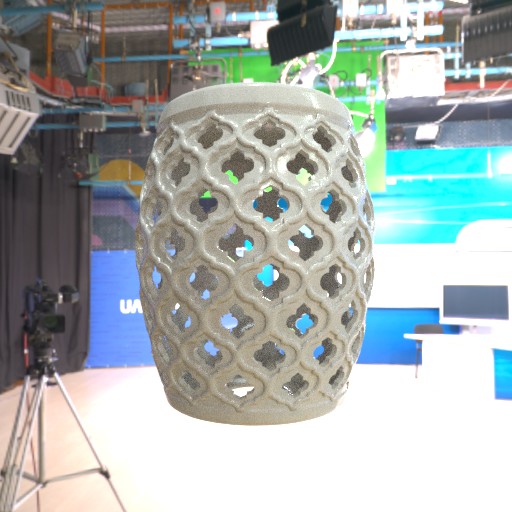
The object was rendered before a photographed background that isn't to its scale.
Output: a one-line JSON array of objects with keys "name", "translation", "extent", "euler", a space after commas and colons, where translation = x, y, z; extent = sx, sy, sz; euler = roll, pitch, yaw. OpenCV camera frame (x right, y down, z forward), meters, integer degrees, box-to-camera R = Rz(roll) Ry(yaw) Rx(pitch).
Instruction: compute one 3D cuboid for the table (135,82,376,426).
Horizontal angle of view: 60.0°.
[{"name": "table", "translation": [0.000, 0.000, 0.619], "extent": [0.325, 0.388, 0.325], "euler": [0, -1, 0]}]
